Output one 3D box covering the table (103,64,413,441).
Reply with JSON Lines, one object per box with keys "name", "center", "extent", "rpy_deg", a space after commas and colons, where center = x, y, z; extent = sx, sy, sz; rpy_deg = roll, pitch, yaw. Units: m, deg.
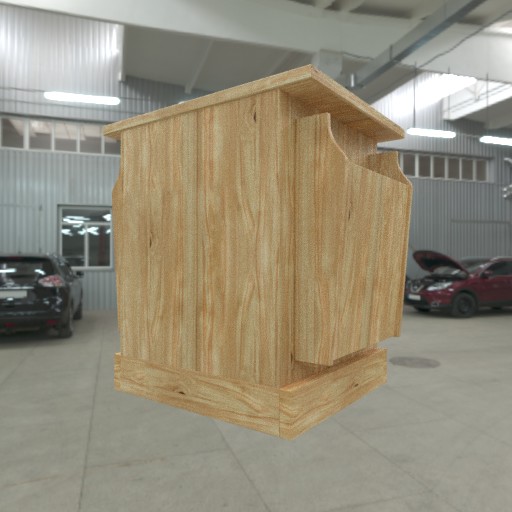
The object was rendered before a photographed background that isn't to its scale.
{"name": "table", "center": [0.000, 0.000, 0.884], "extent": [0.530, 0.515, 0.380], "rpy_deg": [0, 0, 37]}
